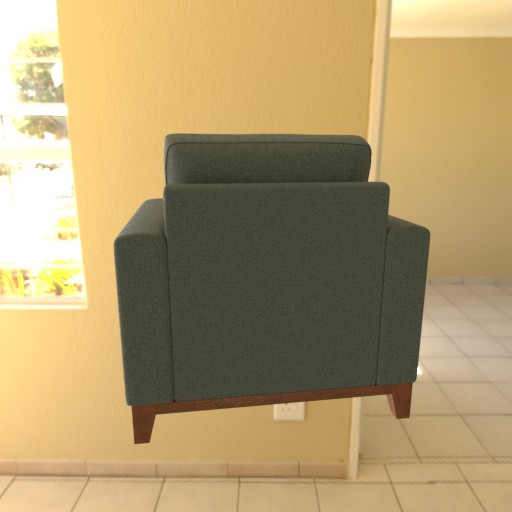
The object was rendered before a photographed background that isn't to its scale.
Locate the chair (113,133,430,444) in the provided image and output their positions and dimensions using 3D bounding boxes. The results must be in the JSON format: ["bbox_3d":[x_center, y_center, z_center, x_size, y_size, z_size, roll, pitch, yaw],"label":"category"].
[{"bbox_3d":[0.000,0.000,1.929,1.024,1.010,1.038,-2,14,-8],"label":"chair"}]
